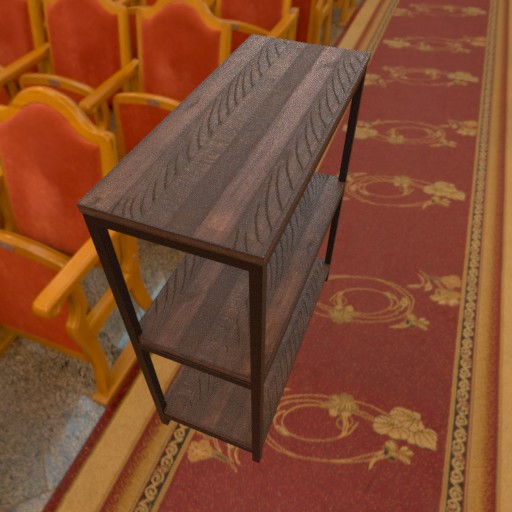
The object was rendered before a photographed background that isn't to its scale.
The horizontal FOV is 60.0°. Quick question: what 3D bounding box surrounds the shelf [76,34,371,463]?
[{"bbox_3d":[0.000,0.000,1.339,0.352,0.947,0.822,16,49,15],"label":"shelf"}]
